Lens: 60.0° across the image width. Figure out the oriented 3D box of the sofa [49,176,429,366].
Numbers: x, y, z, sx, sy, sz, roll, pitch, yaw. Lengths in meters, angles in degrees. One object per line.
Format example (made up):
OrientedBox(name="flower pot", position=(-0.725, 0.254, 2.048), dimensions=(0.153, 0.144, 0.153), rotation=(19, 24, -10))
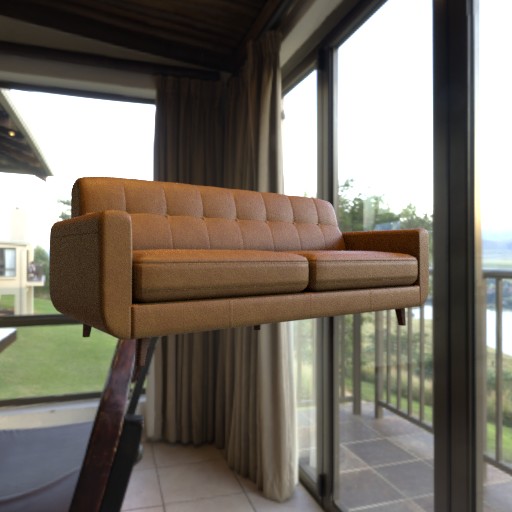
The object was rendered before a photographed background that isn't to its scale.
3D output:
OrientedBox(name="sofa", position=(0.000, 0.000, 2.670), dimensions=(2.137, 0.892, 0.980), rotation=(0, 0, -36))
